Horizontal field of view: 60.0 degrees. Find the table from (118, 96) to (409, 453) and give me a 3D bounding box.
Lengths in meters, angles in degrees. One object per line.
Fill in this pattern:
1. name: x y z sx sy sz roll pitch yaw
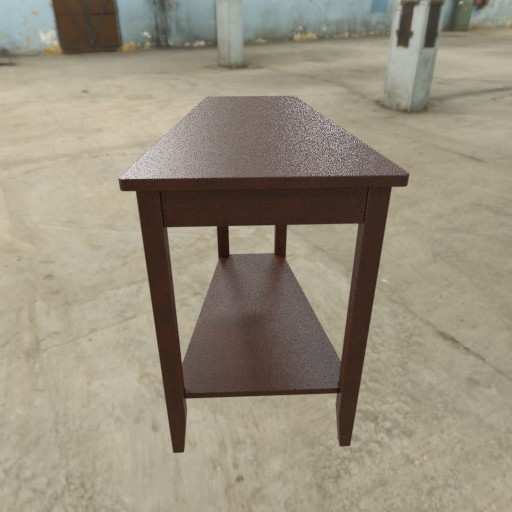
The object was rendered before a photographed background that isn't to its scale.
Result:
1. table: 0.000 0.000 1.007 0.399 0.589 0.605 -1 30 -2
